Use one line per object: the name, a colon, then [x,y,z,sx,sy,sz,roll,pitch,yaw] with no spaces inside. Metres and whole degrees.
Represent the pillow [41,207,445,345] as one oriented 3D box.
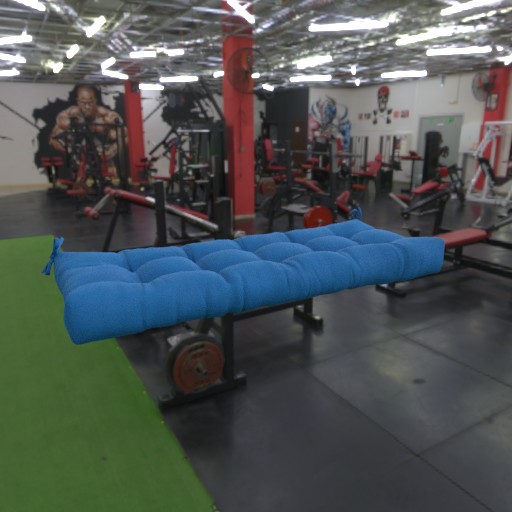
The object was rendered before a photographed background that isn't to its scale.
pillow: [0.000,0.000,1.371,1.194,0.174,0.511,-8,18,-26]
